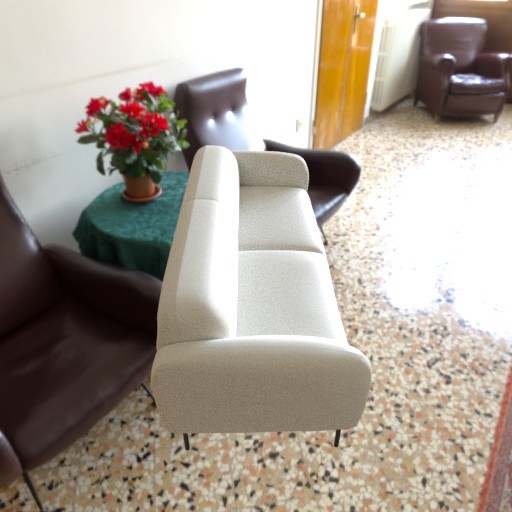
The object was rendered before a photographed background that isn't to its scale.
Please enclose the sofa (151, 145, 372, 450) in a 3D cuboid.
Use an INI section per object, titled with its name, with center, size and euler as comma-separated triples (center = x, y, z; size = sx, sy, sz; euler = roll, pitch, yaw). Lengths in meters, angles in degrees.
[sofa]
center = 0.000, 0.000, 2.669
size = 0.880, 0.780, 2.257
euler = -1, 34, -1
